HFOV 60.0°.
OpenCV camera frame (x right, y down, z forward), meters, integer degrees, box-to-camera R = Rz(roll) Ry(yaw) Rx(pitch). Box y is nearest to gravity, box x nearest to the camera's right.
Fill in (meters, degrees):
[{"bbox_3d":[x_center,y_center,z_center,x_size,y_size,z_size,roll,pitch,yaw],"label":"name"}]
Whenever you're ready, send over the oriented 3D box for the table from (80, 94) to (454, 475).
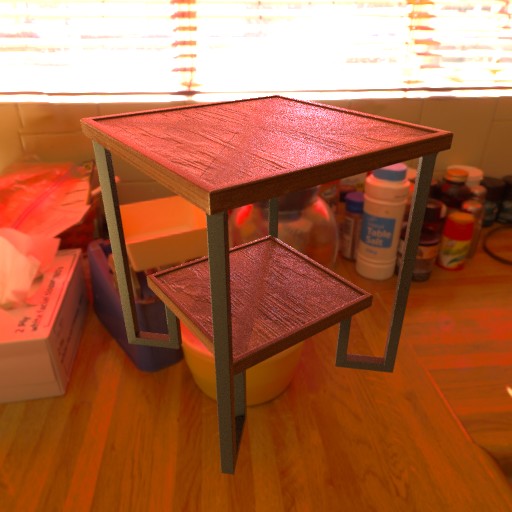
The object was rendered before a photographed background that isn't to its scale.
[{"bbox_3d":[0.000,0.000,0.970,0.503,0.563,0.503,-19,35,-31],"label":"table"}]
